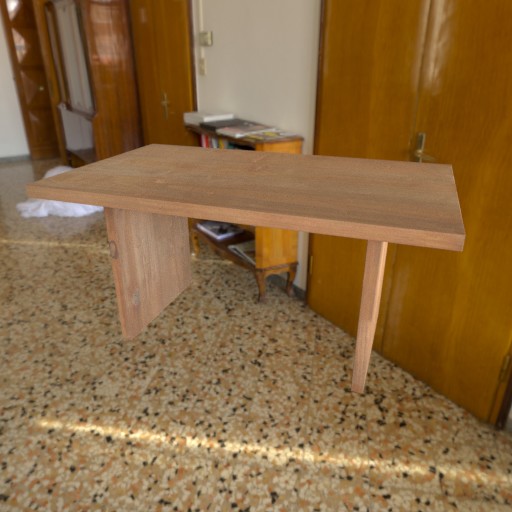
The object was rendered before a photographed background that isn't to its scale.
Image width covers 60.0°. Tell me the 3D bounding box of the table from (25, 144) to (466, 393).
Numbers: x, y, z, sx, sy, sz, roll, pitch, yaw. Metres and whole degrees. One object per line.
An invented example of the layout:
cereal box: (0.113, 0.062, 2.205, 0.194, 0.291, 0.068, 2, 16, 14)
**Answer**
table: (0.000, 0.000, 2.080, 1.609, 0.780, 0.946, 8, 26, 18)
